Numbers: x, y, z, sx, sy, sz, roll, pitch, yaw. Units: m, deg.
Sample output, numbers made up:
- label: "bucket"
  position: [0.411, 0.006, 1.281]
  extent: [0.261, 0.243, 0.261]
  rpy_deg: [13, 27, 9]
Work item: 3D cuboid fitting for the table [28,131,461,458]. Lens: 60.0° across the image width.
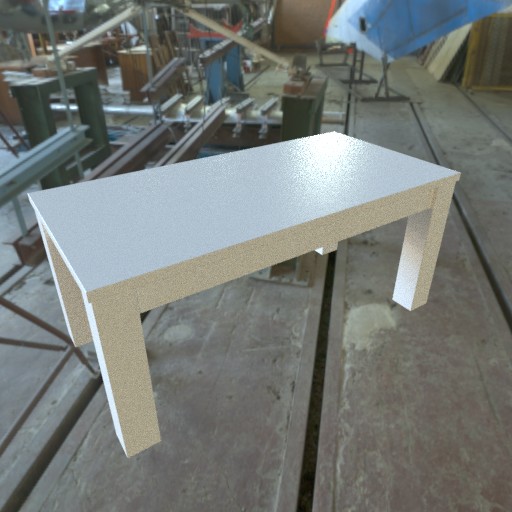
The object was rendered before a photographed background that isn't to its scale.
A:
- label: "table"
  position: [0.000, 0.000, 2.247]
  extent: [1.800, 0.790, 0.900]
  rpy_deg: [-19, 36, -29]
